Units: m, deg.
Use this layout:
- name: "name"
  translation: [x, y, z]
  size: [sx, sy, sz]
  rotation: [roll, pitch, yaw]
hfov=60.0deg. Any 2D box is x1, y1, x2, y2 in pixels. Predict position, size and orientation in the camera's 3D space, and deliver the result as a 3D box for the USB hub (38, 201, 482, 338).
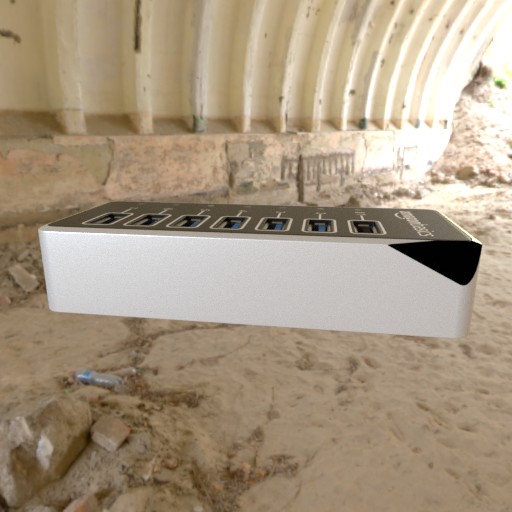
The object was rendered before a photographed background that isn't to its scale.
- name: "USB hub"
  translation: [0.000, 0.000, 0.129]
  size: [0.110, 0.023, 0.044]
  rotation: [3, 17, 8]
